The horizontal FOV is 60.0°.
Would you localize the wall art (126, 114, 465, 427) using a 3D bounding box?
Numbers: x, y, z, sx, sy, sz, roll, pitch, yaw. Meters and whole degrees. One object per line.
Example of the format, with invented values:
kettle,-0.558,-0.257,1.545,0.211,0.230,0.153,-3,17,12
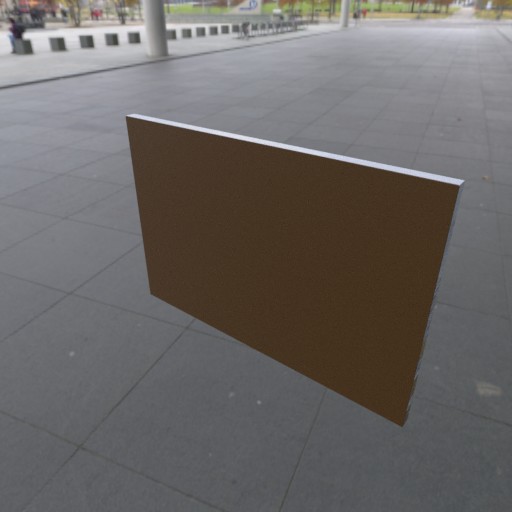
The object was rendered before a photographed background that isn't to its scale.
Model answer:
wall art,0.000,0.000,1.461,1.145,0.762,0.041,21,35,33
